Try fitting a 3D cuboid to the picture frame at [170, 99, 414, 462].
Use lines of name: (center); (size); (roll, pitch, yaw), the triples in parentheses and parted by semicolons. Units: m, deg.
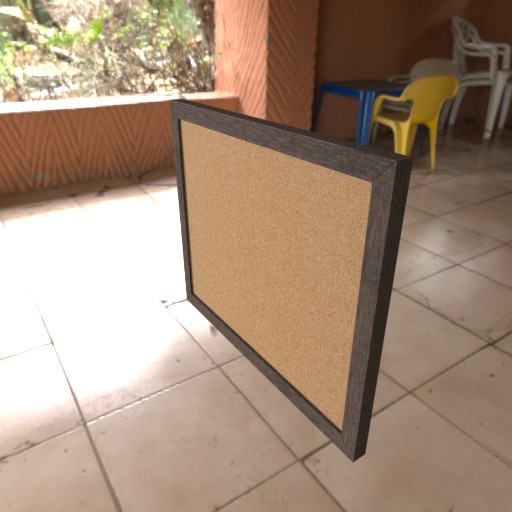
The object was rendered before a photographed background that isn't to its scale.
picture frame: (0.000, 0.000, 0.764); (0.026, 0.455, 0.546); (-17, 32, -30)
